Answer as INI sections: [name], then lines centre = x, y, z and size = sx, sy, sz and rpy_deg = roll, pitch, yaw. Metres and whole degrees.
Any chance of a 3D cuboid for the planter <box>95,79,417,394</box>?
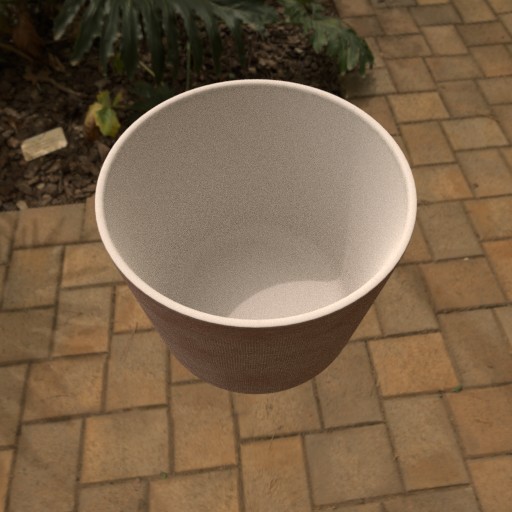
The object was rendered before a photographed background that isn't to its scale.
[planter]
centre = 0.000, 0.000, 0.782
size = 0.440, 0.398, 0.440
rpy_deg = 0, 58, 0
